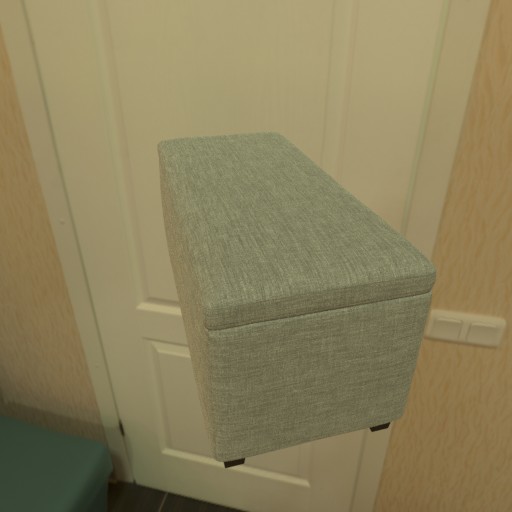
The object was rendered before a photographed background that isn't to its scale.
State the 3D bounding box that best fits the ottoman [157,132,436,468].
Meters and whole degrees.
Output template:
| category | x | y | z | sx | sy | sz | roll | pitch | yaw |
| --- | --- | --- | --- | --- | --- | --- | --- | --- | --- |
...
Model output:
| category | x | y | z | sx | sy | sz | roll | pitch | yaw |
| --- | --- | --- | --- | --- | --- | --- | --- | --- | --- |
| ottoman | 0.000 | 0.000 | 1.147 | 0.419 | 0.432 | 0.902 | -8 | 31 | -13 |
